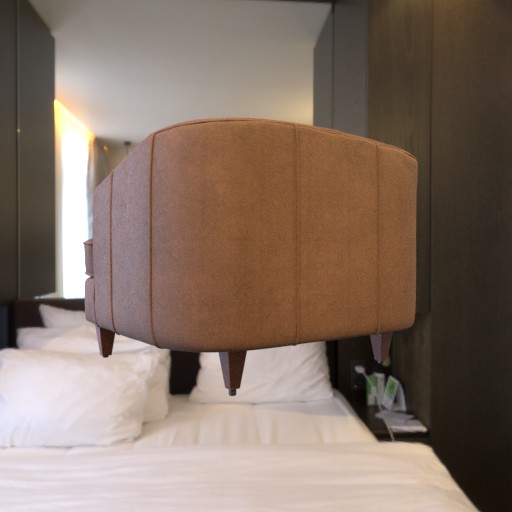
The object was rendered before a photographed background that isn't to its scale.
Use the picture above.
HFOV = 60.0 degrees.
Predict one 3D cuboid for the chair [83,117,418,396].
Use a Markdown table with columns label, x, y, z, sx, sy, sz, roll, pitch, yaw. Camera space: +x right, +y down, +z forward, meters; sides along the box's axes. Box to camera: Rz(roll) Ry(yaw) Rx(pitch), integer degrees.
| label | x | y | z | sx | sy | sz | roll | pitch | yaw |
| --- | --- | --- | --- | --- | --- | --- | --- | --- | --- |
| chair | 0.000 | 0.000 | 1.726 | 1.118 | 0.787 | 0.914 | 0 | 1 | -35 |
